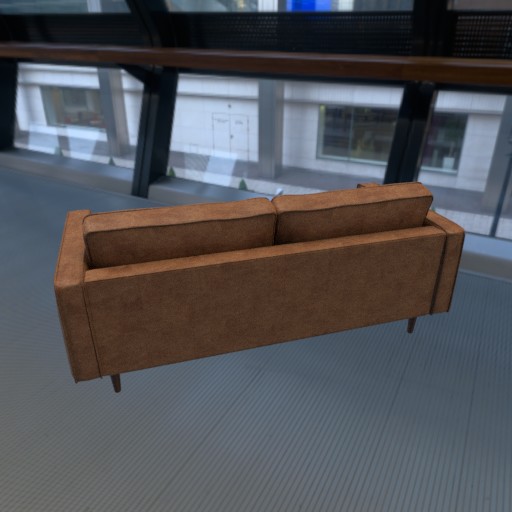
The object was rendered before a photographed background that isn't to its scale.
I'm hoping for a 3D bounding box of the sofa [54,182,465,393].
[{"bbox_3d":[0.000,0.000,2.397,1.920,0.825,0.924,-8,27,-15],"label":"sofa"}]
